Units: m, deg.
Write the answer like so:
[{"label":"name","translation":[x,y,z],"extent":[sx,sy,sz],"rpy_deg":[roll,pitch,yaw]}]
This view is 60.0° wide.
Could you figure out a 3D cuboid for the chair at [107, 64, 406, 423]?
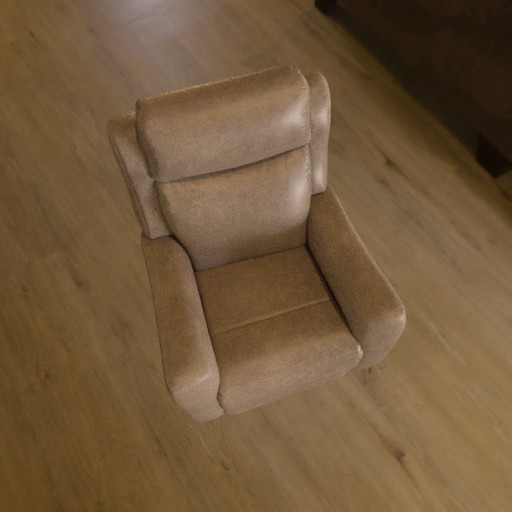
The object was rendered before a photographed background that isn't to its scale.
[{"label":"chair","translation":[0.000,0.000,1.911],"extent":[0.965,1.116,1.068],"rpy_deg":[-16,64,-8]}]
